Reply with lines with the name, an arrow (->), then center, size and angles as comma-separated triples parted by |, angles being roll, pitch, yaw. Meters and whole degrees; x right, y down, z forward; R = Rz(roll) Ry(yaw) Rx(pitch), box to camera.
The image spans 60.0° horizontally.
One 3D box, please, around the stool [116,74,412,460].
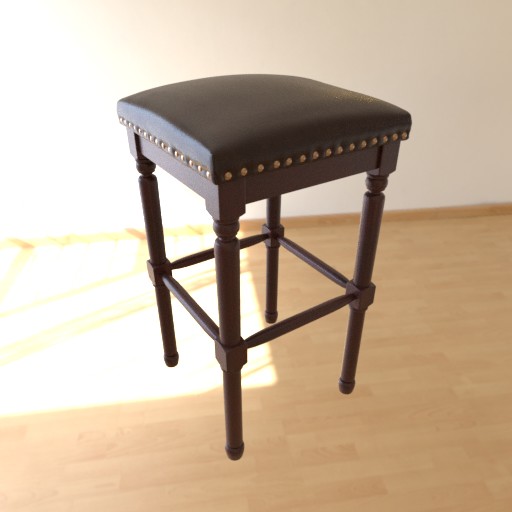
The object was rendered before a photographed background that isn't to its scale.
stool -> 0.000, 0.000, 0.933 | 0.383, 0.702, 0.382 | -19, 36, -28
